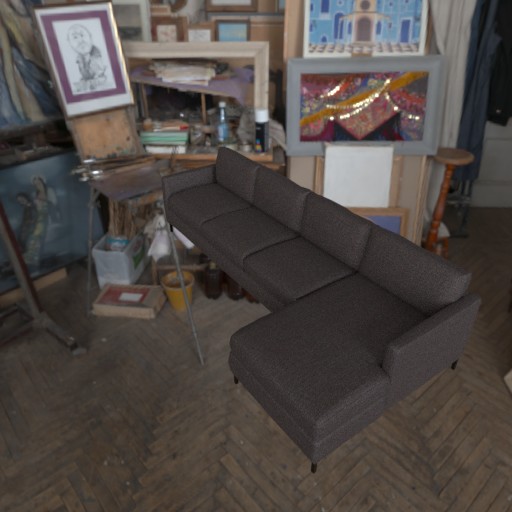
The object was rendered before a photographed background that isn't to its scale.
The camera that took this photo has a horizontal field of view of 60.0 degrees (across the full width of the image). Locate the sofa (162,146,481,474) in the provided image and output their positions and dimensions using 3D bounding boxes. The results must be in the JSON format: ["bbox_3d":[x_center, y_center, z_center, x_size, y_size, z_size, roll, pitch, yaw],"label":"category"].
[{"bbox_3d":[0.000,0.000,3.785,1.483,0.892,3.221,-21,38,-29],"label":"sofa"}]
